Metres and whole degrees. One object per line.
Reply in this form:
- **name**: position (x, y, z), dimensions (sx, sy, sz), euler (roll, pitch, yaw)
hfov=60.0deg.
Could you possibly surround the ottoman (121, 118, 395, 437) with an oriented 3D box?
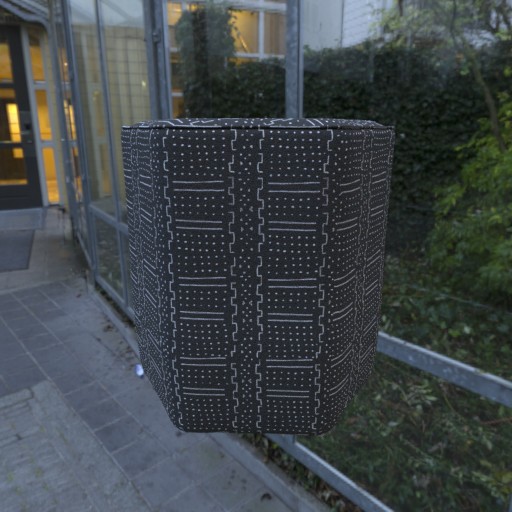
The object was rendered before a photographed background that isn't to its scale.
- **ottoman**: position (0.000, 0.000, 0.858), dimensions (0.443, 0.502, 0.494), euler (-8, 18, -27)
